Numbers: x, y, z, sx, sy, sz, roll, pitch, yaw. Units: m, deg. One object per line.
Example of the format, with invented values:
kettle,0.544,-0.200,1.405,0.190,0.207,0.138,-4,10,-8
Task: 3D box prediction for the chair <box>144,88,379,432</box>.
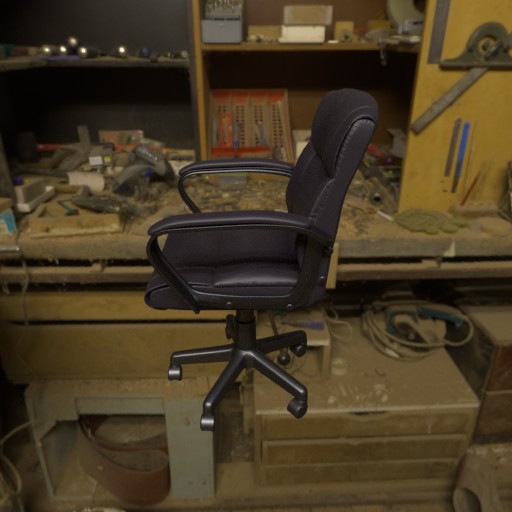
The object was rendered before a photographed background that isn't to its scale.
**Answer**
chair,0.000,0.000,1.425,0.641,0.998,0.576,0,27,0
